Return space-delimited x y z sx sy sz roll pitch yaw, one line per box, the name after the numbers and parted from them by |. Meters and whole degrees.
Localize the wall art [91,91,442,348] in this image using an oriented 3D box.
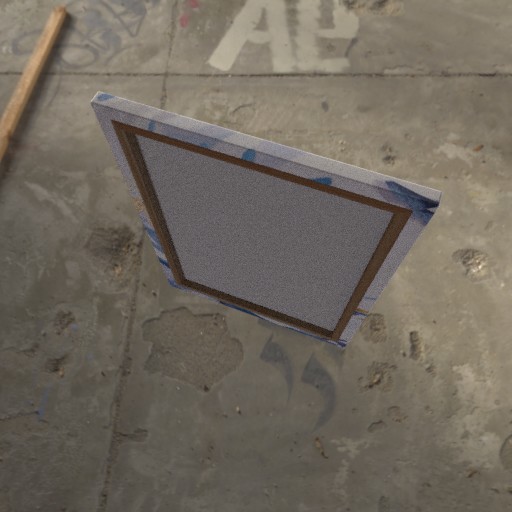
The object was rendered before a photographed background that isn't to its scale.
0.000 0.000 1.363 0.761 1.015 0.038 19 65 9 | wall art
